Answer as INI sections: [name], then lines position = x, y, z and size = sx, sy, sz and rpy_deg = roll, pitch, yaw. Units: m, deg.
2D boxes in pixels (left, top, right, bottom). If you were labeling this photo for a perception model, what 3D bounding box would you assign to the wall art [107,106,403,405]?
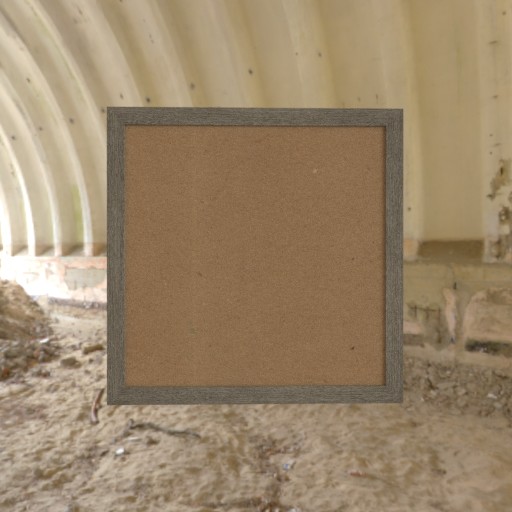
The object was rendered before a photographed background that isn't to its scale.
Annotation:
[wall art]
position = 0.000, 0.000, 1.033
size = 0.685, 0.685, 0.020
rpy_deg = 0, 0, -1
